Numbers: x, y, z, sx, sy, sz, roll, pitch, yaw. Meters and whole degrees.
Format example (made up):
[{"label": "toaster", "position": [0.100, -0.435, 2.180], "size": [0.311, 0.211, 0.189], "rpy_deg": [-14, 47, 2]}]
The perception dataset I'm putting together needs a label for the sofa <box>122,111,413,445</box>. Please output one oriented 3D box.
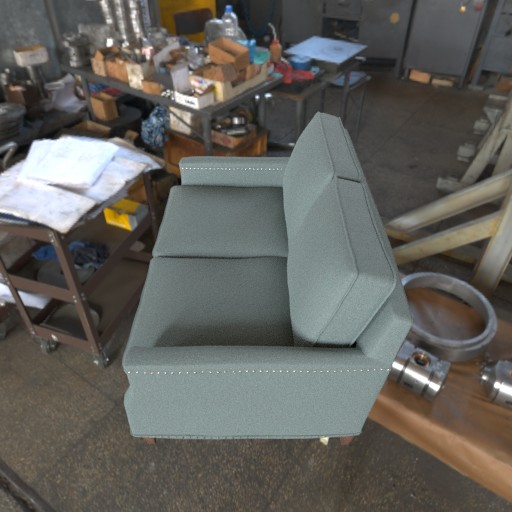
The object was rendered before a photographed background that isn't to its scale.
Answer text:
[{"label": "sofa", "position": [0.000, 0.000, 2.270], "size": [1.084, 1.003, 1.597], "rpy_deg": [0, 41, 0]}]
